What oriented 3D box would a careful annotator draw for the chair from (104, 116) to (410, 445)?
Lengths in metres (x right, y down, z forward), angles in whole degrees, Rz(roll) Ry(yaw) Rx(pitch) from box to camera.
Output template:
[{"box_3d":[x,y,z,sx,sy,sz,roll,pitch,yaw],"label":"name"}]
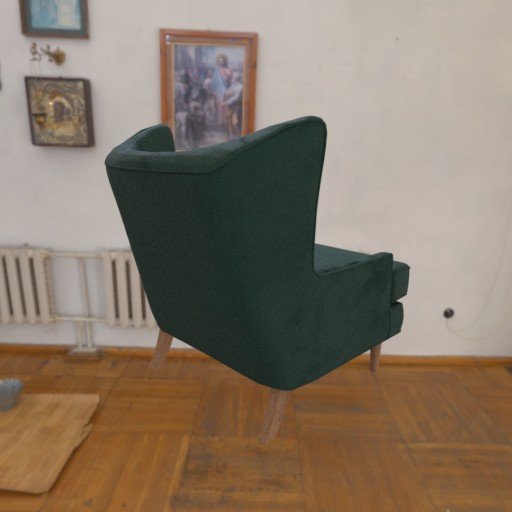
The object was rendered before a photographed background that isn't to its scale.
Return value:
[{"box_3d":[0.000,0.000,1.640,0.910,0.952,0.793,-13,20,-42],"label":"chair"}]
